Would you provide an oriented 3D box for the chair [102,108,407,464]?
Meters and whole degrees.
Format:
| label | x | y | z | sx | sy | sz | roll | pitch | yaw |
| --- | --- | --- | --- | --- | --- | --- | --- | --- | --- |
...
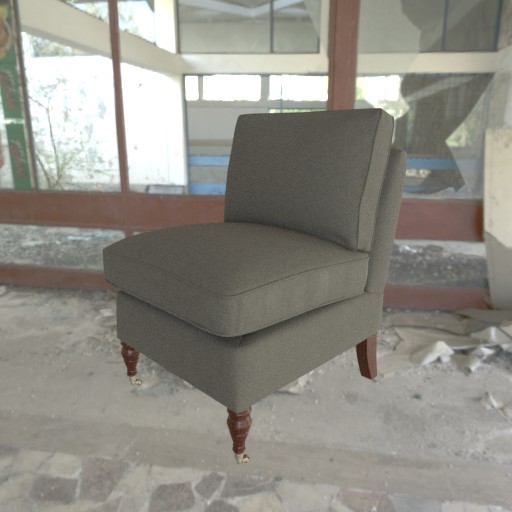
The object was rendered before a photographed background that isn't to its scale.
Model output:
| label | x | y | z | sx | sy | sz | roll | pitch | yaw |
| --- | --- | --- | --- | --- | --- | --- | --- | --- | --- |
| chair | 0.000 | 0.000 | 1.657 | 0.724 | 1.045 | 0.924 | 15 | 21 | 43 |
